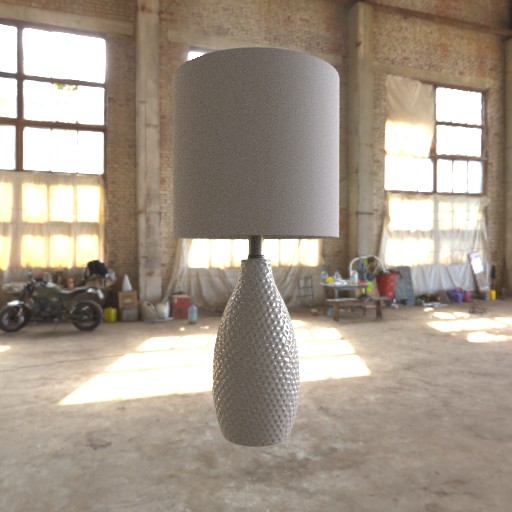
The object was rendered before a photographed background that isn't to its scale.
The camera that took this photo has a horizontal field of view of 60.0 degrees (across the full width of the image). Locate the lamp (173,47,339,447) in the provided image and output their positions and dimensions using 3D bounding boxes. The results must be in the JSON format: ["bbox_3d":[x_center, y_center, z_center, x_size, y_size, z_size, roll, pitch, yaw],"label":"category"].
[{"bbox_3d":[0.000,0.000,0.584,0.214,0.466,0.214,0,1,1],"label":"lamp"}]
